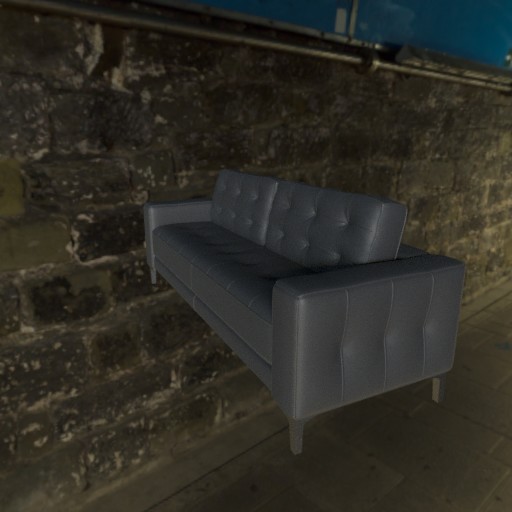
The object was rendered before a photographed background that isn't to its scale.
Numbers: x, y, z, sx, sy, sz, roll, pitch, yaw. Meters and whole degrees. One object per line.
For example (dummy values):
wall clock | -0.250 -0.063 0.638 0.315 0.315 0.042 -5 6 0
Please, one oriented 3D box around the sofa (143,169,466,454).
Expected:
sofa | 0.000 0.000 2.640 0.833 0.893 2.275 -8 17 -25
